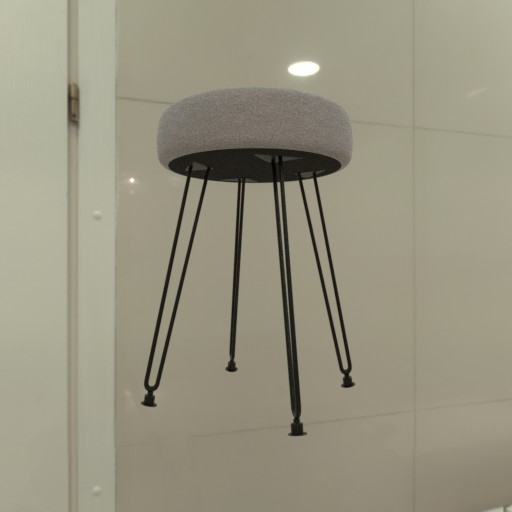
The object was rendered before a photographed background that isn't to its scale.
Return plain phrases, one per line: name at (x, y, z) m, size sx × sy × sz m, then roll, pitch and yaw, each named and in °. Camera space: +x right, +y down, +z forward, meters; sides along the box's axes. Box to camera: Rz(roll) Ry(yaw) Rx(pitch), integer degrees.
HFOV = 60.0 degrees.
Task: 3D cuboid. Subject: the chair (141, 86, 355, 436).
chair at (0.000, 0.000, 0.695) m, size 0.350 × 0.440 × 0.350 m, roll 0°, pitch 0°, yaw -17°
